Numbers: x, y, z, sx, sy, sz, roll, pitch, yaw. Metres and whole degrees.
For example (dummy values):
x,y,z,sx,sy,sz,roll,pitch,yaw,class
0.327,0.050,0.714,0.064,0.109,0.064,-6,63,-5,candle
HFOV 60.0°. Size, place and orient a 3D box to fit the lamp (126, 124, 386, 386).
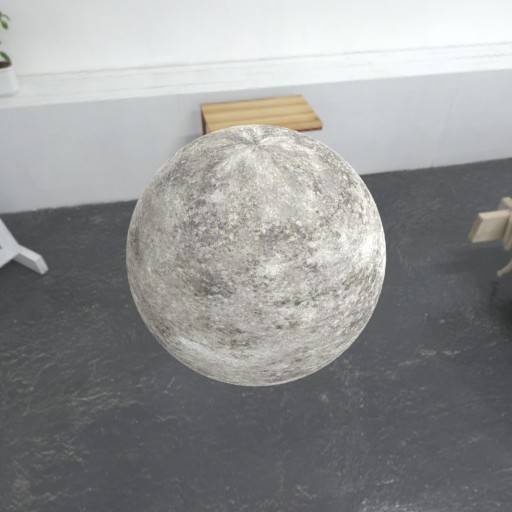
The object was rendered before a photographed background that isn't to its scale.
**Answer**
x,y,z,sx,sy,sz,roll,pitch,yaw,class
0.000,0.000,0.750,0.422,0.429,0.422,0,46,0,lamp
